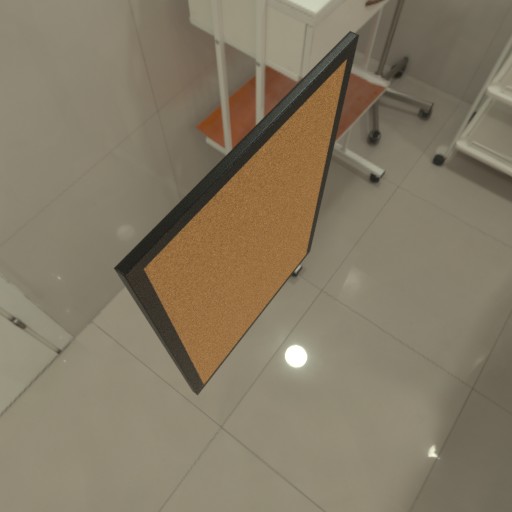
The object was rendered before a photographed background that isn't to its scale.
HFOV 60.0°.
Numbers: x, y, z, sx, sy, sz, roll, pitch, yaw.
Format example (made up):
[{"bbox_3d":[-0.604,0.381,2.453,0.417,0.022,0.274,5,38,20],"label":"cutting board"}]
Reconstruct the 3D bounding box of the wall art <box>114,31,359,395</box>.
[{"bbox_3d":[0.000,0.000,0.844,0.016,0.657,0.480,33,67,16],"label":"wall art"}]
